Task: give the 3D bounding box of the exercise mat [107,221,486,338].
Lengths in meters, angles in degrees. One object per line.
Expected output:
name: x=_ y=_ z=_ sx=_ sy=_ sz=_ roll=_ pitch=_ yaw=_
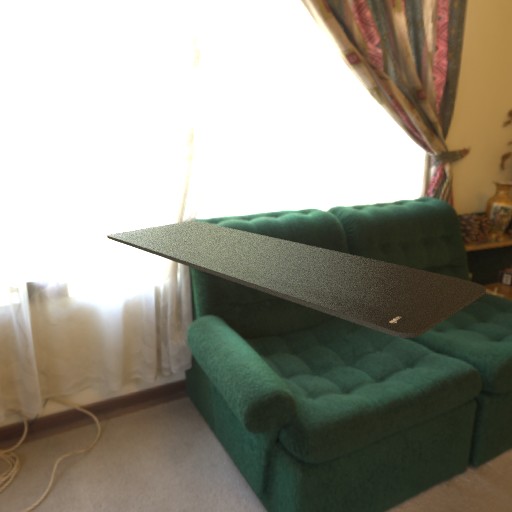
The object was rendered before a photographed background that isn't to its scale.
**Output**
exercise mat: x=0.000 y=0.000 z=2.084 sx=0.616 sy=0.021 sz=1.869 roll=-14 pitch=21 yaw=-43
